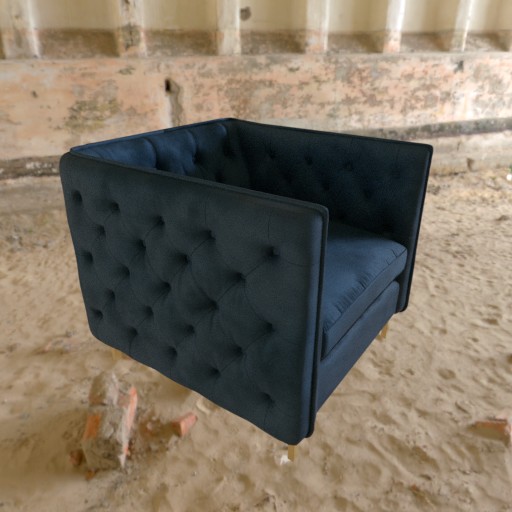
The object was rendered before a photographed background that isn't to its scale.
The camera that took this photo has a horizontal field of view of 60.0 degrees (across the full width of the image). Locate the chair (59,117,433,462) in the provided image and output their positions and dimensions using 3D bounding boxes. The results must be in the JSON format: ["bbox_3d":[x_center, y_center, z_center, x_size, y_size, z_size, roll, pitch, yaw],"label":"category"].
[{"bbox_3d":[0.000,0.000,1.522,0.877,0.771,0.868,17,30,31],"label":"chair"}]
